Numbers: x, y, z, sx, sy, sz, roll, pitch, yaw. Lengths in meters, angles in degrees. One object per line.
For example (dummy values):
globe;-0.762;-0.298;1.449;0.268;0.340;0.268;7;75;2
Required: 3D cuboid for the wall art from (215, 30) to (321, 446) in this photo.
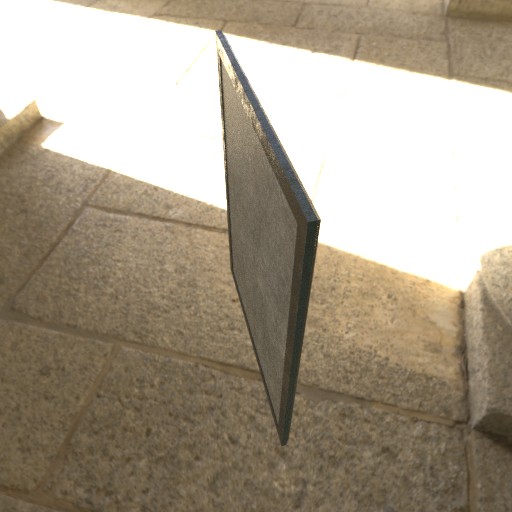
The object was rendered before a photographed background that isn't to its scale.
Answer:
wall art;0.000;0.000;1.303;0.030;0.983;0.767;-11;49;-10
